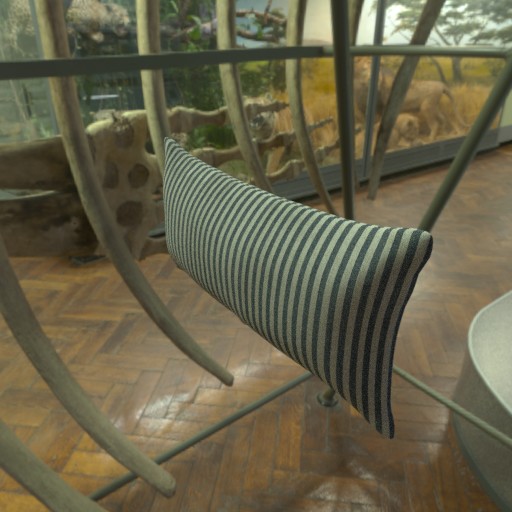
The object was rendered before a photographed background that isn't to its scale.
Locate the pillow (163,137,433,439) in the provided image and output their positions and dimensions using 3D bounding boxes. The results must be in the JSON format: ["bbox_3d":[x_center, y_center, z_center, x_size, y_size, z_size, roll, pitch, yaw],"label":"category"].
[{"bbox_3d":[0.000,0.000,0.741,0.151,0.295,0.617,-18,31,-32],"label":"pillow"}]
